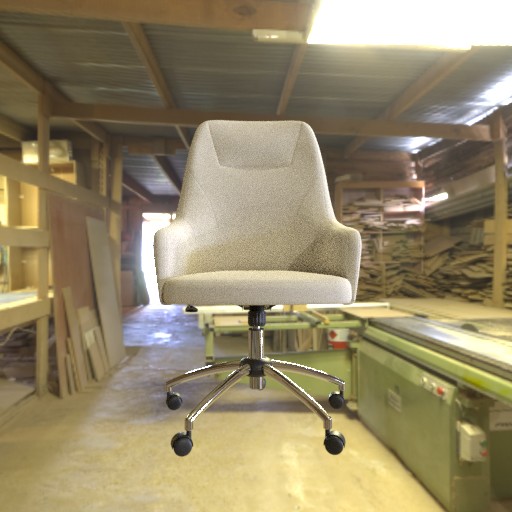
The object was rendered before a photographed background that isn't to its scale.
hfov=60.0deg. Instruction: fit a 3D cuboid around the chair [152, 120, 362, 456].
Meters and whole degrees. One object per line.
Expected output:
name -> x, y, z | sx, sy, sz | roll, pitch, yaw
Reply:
chair -> 0.000, 0.000, 1.472 | 0.620, 1.049, 0.640 | 0, -1, -1
